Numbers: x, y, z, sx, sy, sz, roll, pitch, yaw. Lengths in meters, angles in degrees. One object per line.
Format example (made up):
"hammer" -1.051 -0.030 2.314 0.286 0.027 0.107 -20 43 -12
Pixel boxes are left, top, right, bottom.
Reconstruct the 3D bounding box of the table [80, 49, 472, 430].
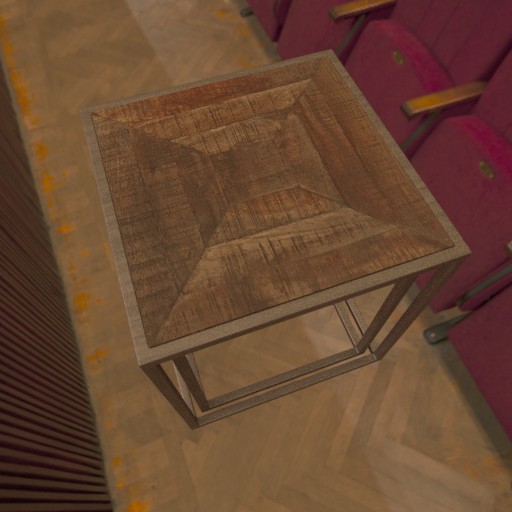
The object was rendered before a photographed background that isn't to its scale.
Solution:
"table" 0.000 0.000 0.868 0.450 0.500 0.449 -17 62 -10
